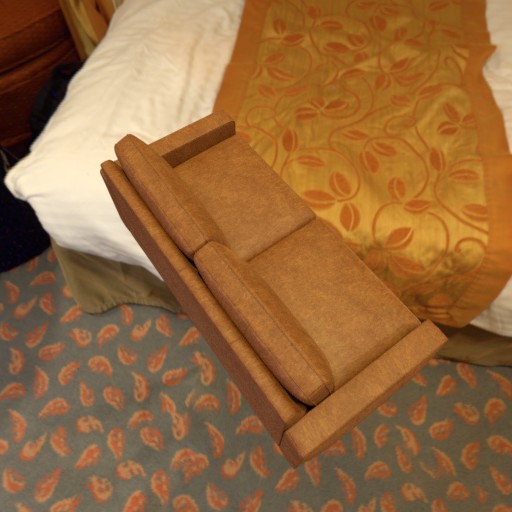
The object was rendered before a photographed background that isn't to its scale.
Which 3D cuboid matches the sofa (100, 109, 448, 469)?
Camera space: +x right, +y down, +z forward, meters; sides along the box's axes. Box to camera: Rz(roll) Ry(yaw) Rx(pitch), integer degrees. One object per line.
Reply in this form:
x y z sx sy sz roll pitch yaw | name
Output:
0.000 0.000 2.682 0.991 0.928 2.156 -32 65 -17 | sofa
